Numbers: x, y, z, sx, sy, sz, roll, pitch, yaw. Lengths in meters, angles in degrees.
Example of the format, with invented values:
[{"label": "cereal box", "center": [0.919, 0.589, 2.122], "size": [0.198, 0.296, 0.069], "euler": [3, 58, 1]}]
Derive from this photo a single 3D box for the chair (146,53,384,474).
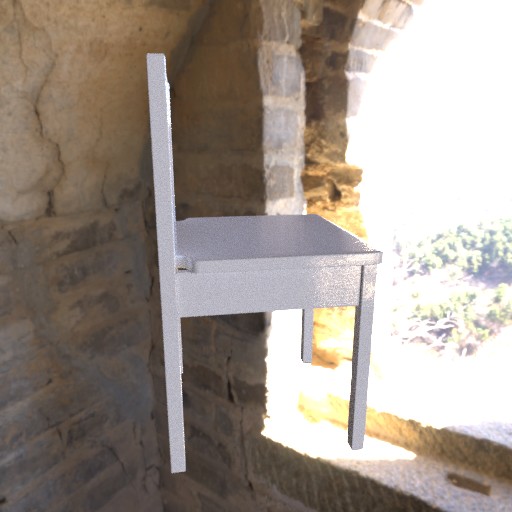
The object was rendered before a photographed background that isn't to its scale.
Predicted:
[{"label": "chair", "center": [0.000, 0.000, 0.871], "size": [0.361, 0.668, 0.367], "euler": [-3, 15, -10]}]
